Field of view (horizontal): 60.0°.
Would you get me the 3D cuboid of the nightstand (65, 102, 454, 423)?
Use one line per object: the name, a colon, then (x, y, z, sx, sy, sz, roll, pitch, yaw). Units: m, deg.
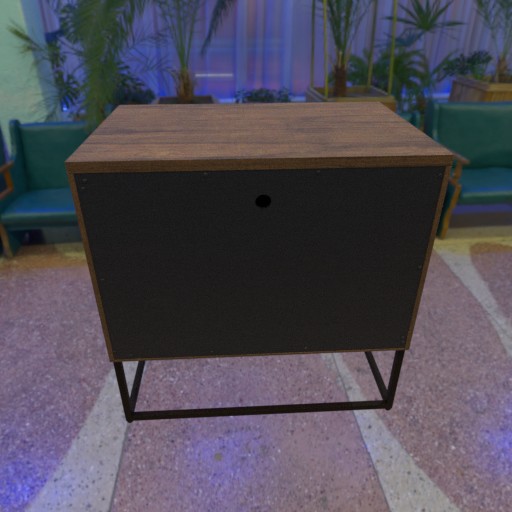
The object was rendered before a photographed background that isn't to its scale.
nightstand: (0.000, 0.000, 1.031, 0.610, 0.610, 0.437, -2, 31, -3)
